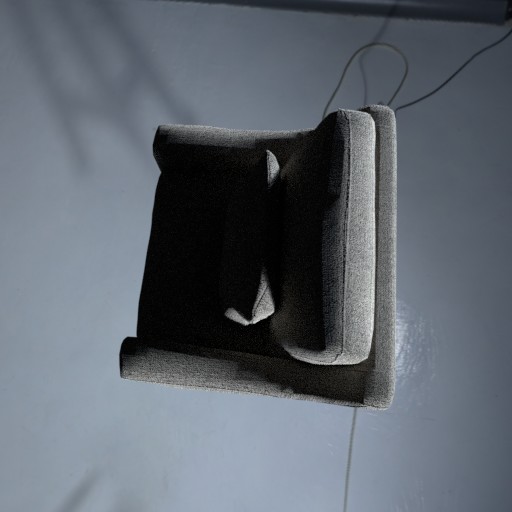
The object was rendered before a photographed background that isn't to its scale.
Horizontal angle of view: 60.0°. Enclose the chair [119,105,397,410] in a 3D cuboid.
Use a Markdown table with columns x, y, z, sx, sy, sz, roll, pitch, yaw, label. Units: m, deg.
| x | y | z | sx | sy | sz | roll | pitch | yaw | label |
| --- | --- | --- | --- | --- | --- | --- | --- | --- | --- |
| 0.000 | 0.000 | 1.911 | 1.009 | 1.037 | 1.138 | 5 | 76 | 1 | chair |
